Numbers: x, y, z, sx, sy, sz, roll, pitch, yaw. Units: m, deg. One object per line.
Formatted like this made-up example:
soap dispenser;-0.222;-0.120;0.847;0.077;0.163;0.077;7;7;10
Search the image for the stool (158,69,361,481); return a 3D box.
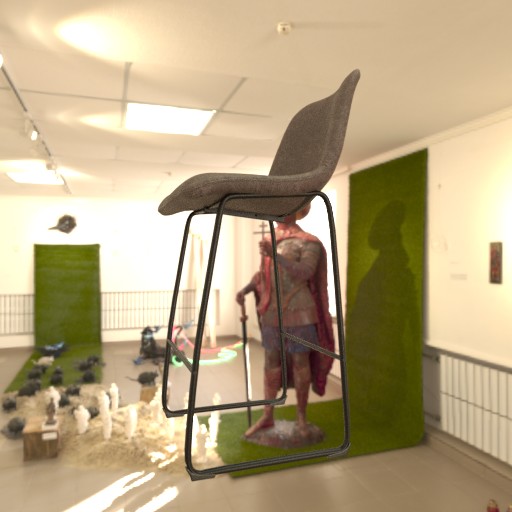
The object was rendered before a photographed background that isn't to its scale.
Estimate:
stool;0.000;0.000;1.359;0.561;1.082;0.514;0;0;-19
